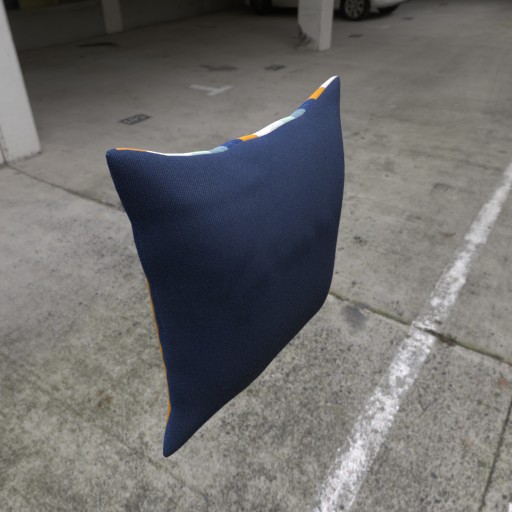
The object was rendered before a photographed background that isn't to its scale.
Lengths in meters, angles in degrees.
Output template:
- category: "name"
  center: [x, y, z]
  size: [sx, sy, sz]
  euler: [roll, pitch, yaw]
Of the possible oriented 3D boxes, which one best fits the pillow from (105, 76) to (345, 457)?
- category: "pillow"
  center: [0.000, 0.000, 0.675]
  size: [0.173, 0.454, 0.463]
  euler: [20, 37, 29]
